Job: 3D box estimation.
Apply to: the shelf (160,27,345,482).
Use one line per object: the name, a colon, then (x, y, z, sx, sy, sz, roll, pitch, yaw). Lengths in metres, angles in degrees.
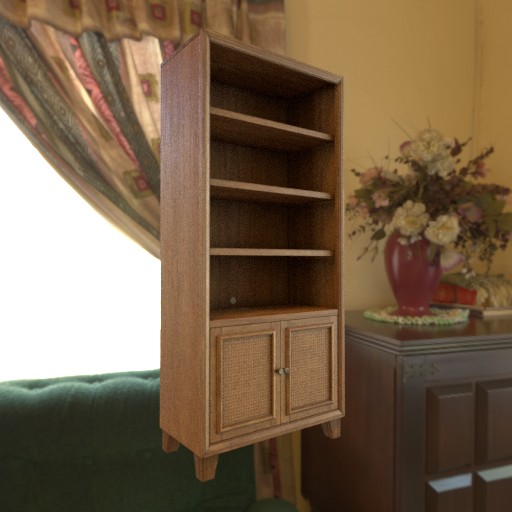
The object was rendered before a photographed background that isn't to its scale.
shelf: (0.000, 0.000, 2.292, 0.864, 1.930, 0.453, 0, -1, -36)
